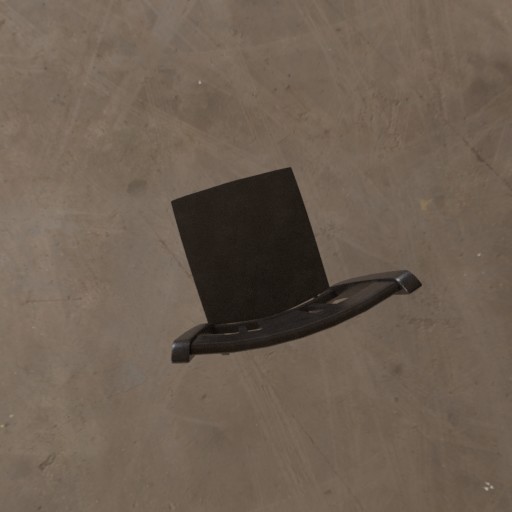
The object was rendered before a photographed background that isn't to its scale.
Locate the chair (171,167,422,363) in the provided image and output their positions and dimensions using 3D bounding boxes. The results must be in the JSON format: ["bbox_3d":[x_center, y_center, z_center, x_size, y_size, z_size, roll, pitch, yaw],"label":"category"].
[{"bbox_3d":[0.000,0.000,1.294,0.450,0.998,0.555,-17,77,-4],"label":"chair"}]
